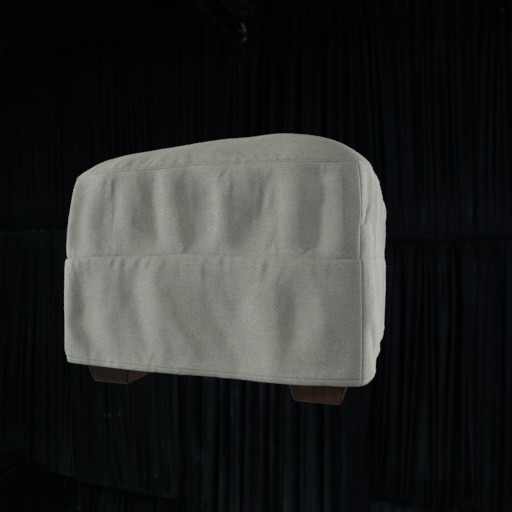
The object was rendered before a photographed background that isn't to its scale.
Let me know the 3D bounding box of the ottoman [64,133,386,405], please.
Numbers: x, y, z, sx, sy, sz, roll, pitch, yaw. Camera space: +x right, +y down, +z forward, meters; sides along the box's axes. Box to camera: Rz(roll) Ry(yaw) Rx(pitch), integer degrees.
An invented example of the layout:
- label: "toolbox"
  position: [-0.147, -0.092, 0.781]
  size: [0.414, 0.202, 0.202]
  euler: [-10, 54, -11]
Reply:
- label: "ottoman"
  position: [0.000, 0.000, 1.054]
  size: [0.584, 0.480, 0.712]
  euler: [0, 0, 18]
